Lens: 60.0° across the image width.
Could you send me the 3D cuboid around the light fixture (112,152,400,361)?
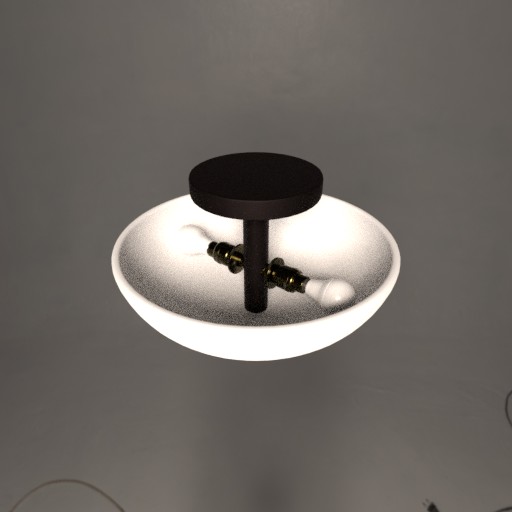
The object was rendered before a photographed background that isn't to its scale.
[{"bbox_3d":[0.000,0.000,0.537,0.331,0.212,0.331,0,31,0],"label":"light fixture"}]
